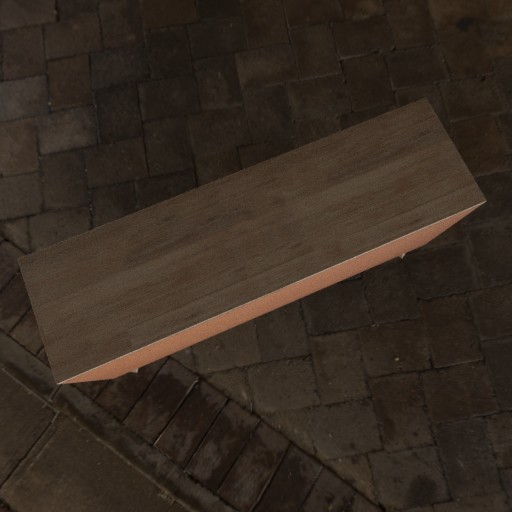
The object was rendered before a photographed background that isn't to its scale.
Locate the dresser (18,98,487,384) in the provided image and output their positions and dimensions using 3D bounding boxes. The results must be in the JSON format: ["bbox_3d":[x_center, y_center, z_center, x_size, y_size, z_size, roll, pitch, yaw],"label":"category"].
[{"bbox_3d":[0.000,0.000,1.942,1.602,0.788,0.455,-23,77,-5],"label":"dresser"}]
